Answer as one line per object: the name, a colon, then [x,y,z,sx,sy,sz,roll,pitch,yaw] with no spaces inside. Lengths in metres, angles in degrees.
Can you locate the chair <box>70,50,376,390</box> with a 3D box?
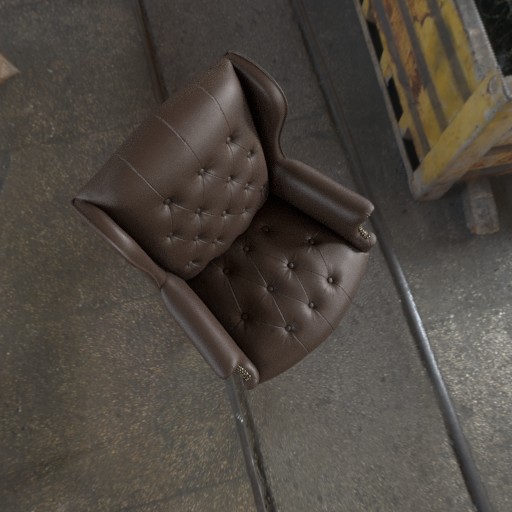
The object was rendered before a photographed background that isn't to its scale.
chair: [0.000,0.000,1.686,0.819,1.132,0.829,40,79,10]
